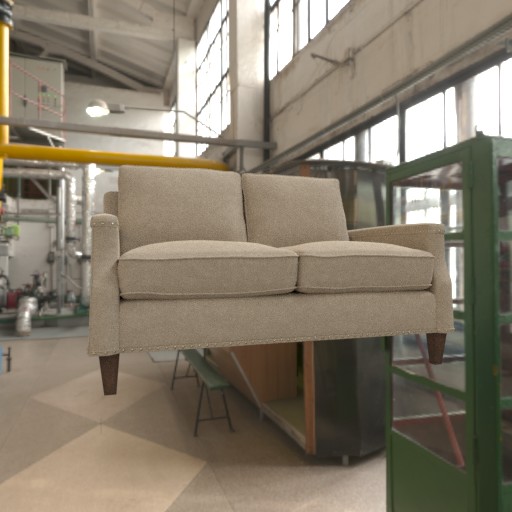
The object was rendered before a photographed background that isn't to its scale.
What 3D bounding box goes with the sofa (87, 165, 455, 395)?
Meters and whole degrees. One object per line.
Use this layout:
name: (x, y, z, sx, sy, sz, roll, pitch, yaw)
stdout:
sofa: (0.000, 0.000, 2.286, 1.597, 1.002, 1.084, 0, 0, -18)
